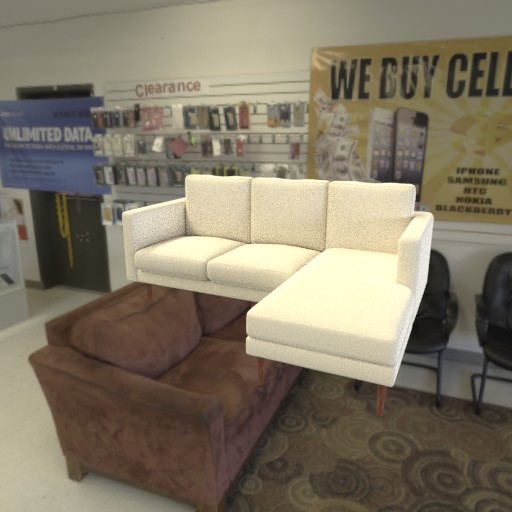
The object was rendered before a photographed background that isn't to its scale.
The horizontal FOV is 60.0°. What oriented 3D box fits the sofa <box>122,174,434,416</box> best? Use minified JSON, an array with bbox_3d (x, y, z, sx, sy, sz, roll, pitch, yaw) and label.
[{"bbox_3d":[0.000,0.000,2.903,2.029,0.899,1.580,7,17,24],"label":"sofa"}]
